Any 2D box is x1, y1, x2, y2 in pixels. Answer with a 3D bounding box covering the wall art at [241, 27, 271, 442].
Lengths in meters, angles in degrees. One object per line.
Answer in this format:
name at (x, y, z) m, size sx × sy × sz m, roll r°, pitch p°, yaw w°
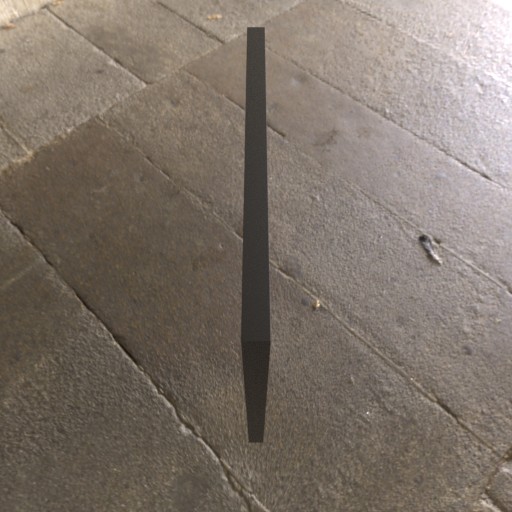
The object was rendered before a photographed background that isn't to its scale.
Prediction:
wall art at (0.000, 0.000, 1.143) m, size 0.042 × 0.766 × 0.769 m, roll 0°, pitch 58°, yaw 0°
